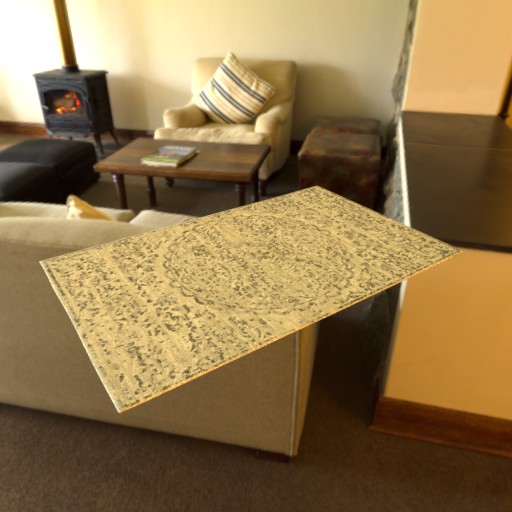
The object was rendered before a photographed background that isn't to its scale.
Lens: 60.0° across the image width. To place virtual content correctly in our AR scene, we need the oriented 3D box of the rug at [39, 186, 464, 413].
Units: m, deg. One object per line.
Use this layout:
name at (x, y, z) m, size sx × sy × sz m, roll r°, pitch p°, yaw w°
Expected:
rug at (0.000, 0.000, 3.003) m, size 2.447 × 0.021 × 1.527 m, roll -19°, pitch 35°, yaw -29°
